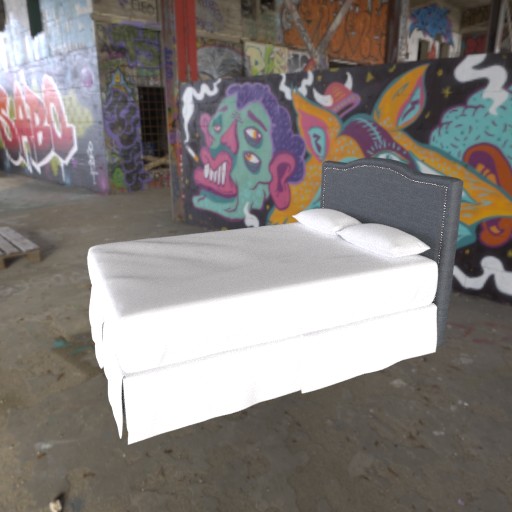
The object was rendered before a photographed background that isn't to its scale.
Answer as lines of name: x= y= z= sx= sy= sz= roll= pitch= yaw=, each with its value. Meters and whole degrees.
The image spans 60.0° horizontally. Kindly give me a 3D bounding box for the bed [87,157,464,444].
bed: x=0.000 y=0.000 z=3.517 sx=2.507 sy=1.441 sz=1.747 roll=-8 pitch=19 yaw=-24
